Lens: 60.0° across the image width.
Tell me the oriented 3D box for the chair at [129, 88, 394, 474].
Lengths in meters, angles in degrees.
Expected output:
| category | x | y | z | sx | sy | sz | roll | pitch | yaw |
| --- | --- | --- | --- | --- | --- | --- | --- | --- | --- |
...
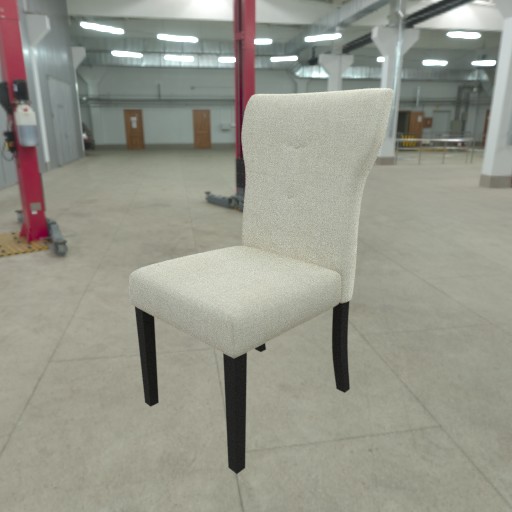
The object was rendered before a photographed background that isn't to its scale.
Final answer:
| category | x | y | z | sx | sy | sz | roll | pitch | yaw |
| --- | --- | --- | --- | --- | --- | --- | --- | --- | --- |
| chair | 0.000 | 0.000 | 1.283 | 0.509 | 0.921 | 0.597 | 16 | 23 | 42 |
